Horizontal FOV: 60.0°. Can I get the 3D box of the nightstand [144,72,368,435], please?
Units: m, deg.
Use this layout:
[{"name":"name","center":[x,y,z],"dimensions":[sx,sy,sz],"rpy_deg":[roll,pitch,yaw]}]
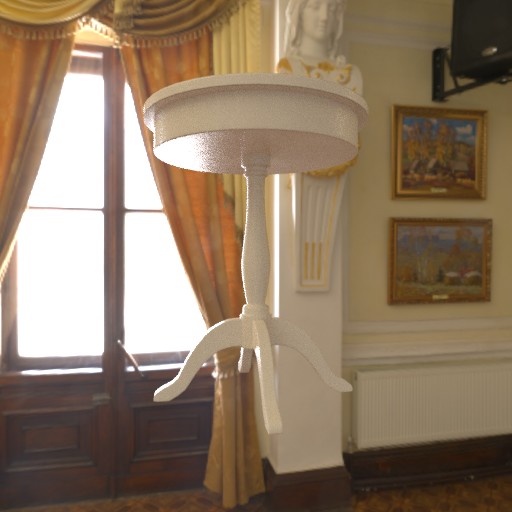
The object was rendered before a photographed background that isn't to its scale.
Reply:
[{"name":"nightstand","center":[0.000,0.000,1.042],"dimensions":[0.513,0.653,0.513],"rpy_deg":[0,0,0]}]
